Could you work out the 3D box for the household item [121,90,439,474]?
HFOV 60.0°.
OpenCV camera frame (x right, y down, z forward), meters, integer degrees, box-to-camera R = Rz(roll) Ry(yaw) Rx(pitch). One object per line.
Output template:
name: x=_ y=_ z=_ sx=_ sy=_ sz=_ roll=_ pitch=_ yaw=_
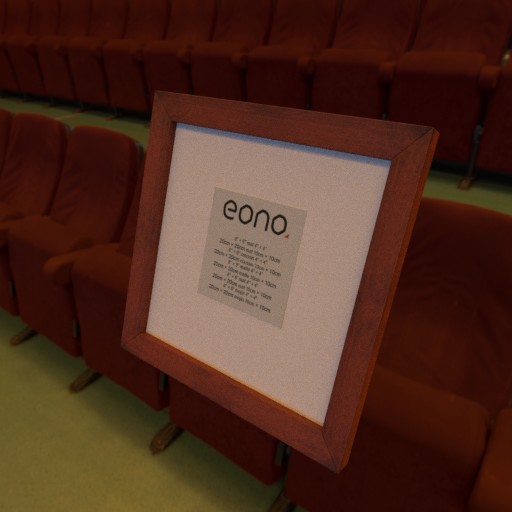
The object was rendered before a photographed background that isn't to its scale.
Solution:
household item: x=0.000 y=0.000 z=0.375 sx=0.240 sy=0.240 sz=0.131 roll=19 pitch=34 yaw=30
